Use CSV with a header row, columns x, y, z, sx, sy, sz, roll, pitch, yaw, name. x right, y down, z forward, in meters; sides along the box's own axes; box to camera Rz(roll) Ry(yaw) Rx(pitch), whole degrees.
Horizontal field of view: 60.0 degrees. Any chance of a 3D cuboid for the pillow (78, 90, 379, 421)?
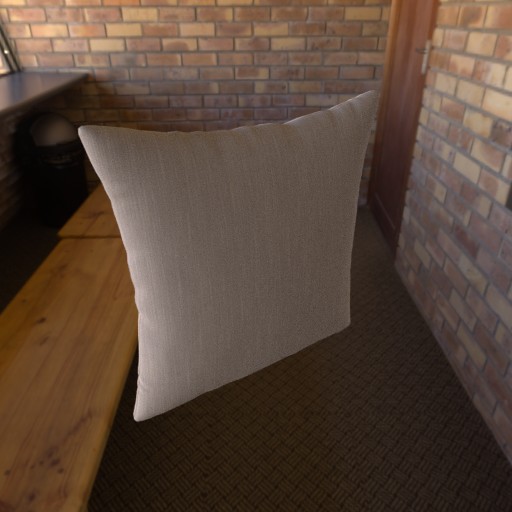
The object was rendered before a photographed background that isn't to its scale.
x,y,z,sx,sy,sz,roll,pitch,yaw,name
0.000,0.000,0.775,0.511,0.509,0.161,-18,33,-29,pillow
